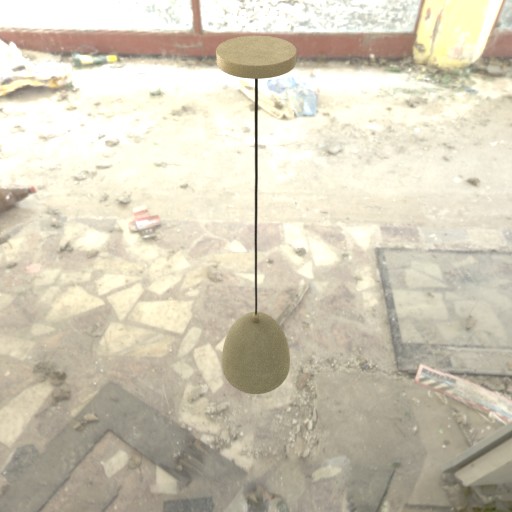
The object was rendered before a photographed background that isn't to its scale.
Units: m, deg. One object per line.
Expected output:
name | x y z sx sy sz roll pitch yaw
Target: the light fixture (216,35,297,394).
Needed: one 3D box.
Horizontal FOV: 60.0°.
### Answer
light fixture | 0.000 0.000 0.847 0.170 0.759 0.170 17 47 16
